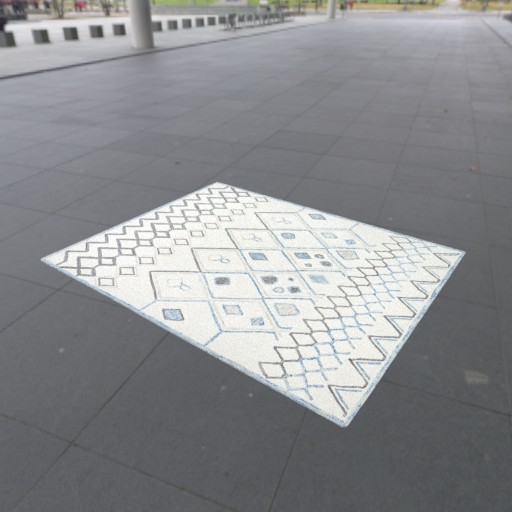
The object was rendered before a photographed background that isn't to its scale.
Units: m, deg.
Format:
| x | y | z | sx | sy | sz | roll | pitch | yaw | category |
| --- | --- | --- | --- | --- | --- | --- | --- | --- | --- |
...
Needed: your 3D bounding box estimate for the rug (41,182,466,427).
| x | y | z | sx | sy | sz | roll | pitch | yaw | category |
| --- | --- | --- | --- | --- | --- | --- | --- | --- | --- |
| 0.000 | 0.000 | 4.063 | 3.056 | 0.013 | 2.441 | 20 | 36 | 31 | rug |
